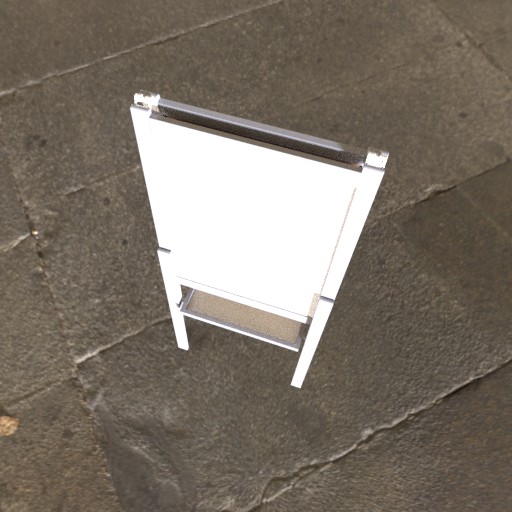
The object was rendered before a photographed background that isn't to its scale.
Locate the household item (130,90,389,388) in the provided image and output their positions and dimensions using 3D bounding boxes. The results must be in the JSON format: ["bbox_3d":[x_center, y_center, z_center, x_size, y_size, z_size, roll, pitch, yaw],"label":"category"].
[{"bbox_3d":[0.000,0.000,1.406,0.531,1.172,0.469,16,65,8],"label":"household item"}]
